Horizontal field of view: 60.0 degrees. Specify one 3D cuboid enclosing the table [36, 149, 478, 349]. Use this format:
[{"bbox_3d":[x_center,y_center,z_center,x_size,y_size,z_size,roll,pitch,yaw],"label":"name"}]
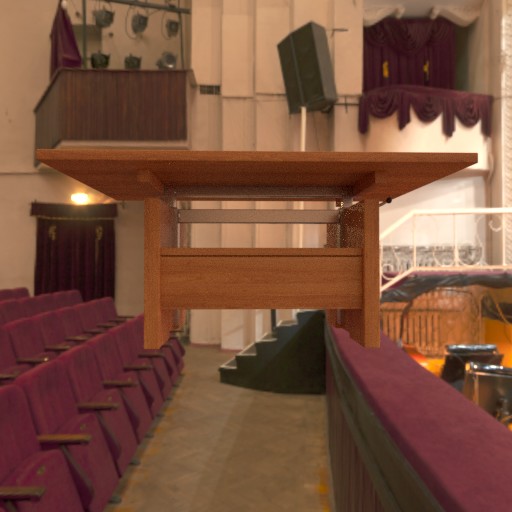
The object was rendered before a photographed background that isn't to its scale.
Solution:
[{"bbox_3d":[0.000,0.000,1.446,1.100,0.510,0.700,0,-1,-2],"label":"table"}]
